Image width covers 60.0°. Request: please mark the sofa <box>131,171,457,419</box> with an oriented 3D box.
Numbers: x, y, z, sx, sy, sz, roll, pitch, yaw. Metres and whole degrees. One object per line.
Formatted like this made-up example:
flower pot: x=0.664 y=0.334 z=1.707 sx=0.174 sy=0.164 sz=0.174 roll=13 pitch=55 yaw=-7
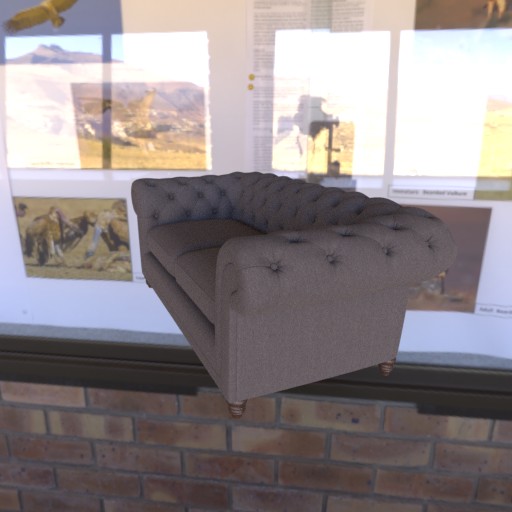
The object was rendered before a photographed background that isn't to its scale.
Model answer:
sofa: x=0.000 y=0.000 z=2.442 sx=0.986 sy=0.764 sz=1.998 roll=-8 pitch=18 yaw=-24
